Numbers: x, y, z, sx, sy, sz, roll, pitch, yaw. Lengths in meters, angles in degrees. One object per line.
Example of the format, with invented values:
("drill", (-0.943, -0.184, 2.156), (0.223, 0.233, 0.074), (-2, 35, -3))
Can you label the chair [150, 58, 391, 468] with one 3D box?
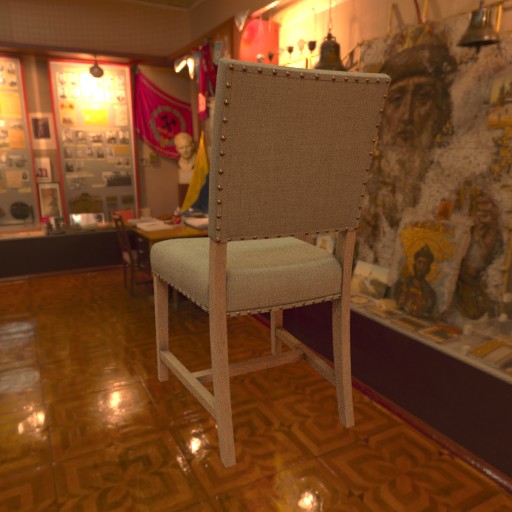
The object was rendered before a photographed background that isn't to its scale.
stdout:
("chair", (0.000, 0.000, 1.342), (0.508, 0.986, 0.622), (-6, 15, -26))
